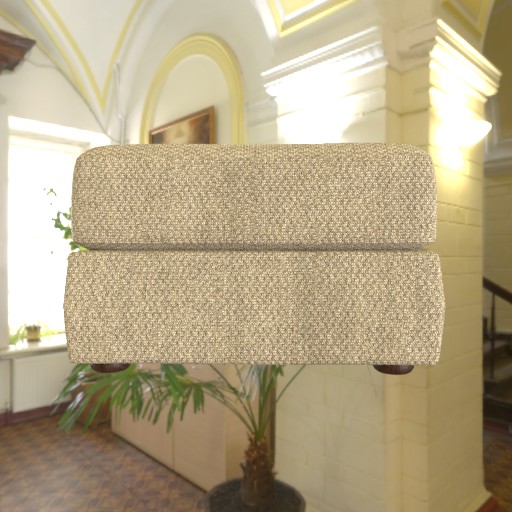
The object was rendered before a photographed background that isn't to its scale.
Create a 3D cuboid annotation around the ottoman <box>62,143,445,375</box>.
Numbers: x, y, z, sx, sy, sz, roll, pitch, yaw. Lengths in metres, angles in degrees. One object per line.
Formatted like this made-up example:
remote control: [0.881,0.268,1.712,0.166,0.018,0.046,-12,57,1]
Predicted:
ottoman: [0.000,0.000,1.131,0.751,0.476,0.603,0,0,1]
